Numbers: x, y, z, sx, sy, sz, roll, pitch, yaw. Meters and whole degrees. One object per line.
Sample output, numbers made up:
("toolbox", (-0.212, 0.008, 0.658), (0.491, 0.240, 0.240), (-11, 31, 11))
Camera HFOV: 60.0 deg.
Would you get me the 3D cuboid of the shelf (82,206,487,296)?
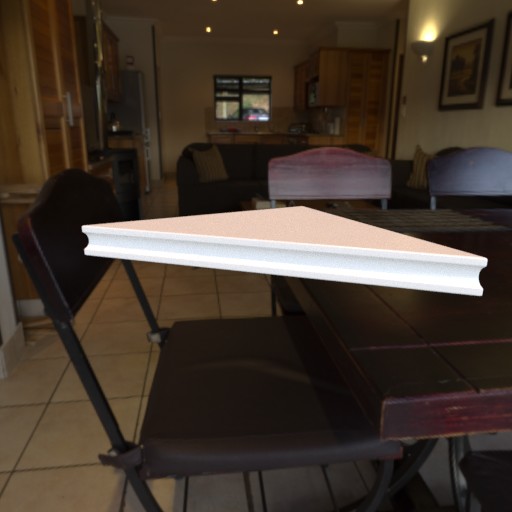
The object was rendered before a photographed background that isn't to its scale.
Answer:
("shelf", (0.000, 0.000, 0.445), (0.296, 0.035, 0.296), (-8, 18, -25))
